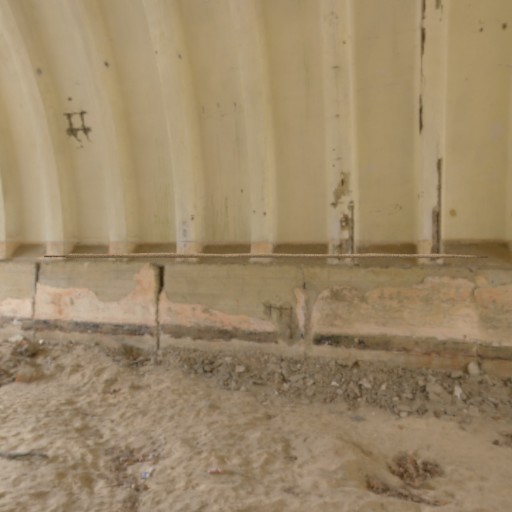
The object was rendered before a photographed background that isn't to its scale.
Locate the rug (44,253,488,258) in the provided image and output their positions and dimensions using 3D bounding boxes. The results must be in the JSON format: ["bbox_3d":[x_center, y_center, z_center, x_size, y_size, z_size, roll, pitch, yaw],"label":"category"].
[{"bbox_3d":[0.000,0.000,2.973,2.434,0.027,1.529,0,0,-19],"label":"rug"}]
